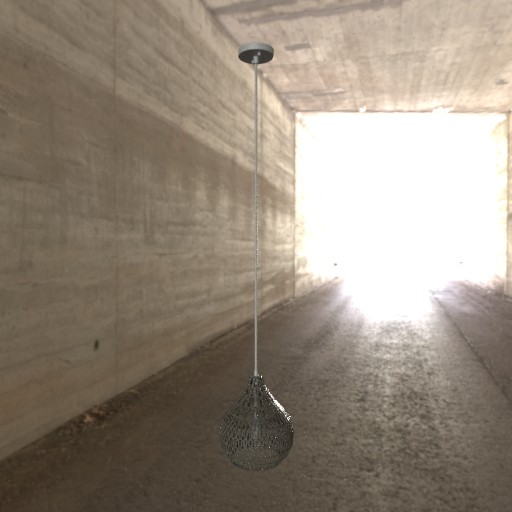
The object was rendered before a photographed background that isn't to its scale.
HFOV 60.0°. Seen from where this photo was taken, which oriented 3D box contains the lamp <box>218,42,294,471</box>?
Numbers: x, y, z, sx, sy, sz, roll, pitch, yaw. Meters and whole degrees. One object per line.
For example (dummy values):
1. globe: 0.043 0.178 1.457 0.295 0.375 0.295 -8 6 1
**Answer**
1. lamp: 0.000 0.000 2.086 0.355 1.919 0.355 0 1 -18
